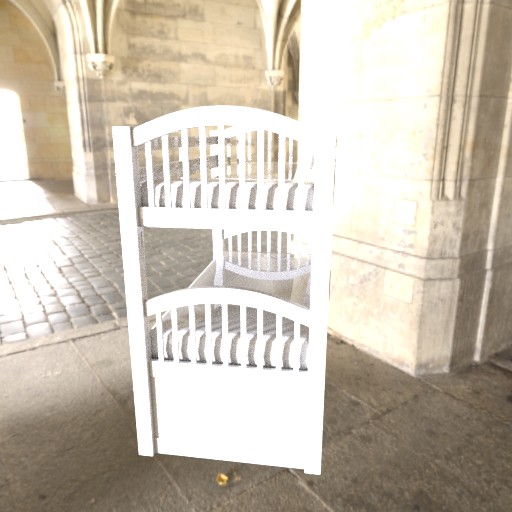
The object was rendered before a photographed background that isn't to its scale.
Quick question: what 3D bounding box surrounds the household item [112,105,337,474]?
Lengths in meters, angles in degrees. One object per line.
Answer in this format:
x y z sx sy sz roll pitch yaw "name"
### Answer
0.000 0.000 3.340 1.143 2.032 2.032 2 15 8 "household item"
